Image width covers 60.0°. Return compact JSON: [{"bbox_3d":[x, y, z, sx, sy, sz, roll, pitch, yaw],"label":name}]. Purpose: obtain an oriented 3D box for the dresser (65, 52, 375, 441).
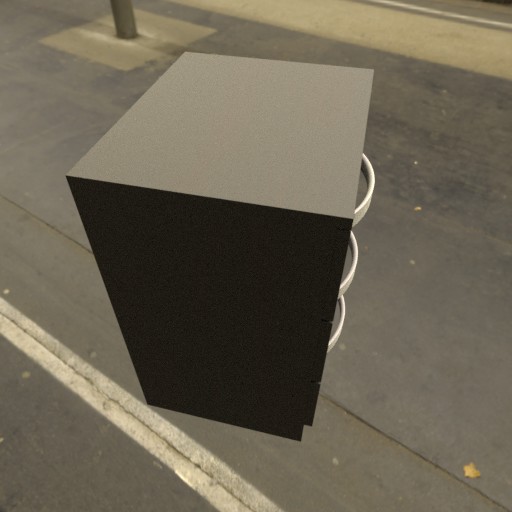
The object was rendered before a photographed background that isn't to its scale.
[{"bbox_3d":[0.000,0.000,0.821,0.360,0.560,0.400,10,45,10],"label":"dresser"}]
